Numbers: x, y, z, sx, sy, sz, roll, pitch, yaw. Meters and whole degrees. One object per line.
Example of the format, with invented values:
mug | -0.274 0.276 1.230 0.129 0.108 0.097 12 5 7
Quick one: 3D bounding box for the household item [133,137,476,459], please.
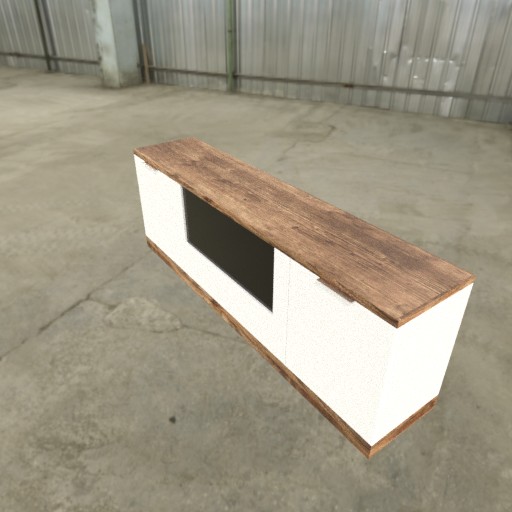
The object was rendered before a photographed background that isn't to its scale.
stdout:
household item | 0.000 0.000 2.068 0.390 0.615 1.800 -21 37 -30
